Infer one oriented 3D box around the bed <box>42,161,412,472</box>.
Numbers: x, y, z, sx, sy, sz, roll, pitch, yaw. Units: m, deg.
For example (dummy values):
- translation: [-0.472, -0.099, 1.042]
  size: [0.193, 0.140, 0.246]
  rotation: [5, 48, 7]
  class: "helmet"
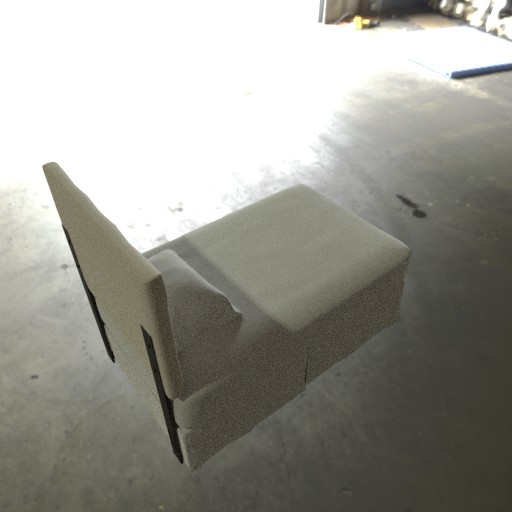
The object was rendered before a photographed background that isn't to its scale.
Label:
- translation: [0.000, 0.000, 2.942]
  size: [1.997, 1.571, 1.261]
  rotation: [-28, 48, -28]
  class: "bed"
